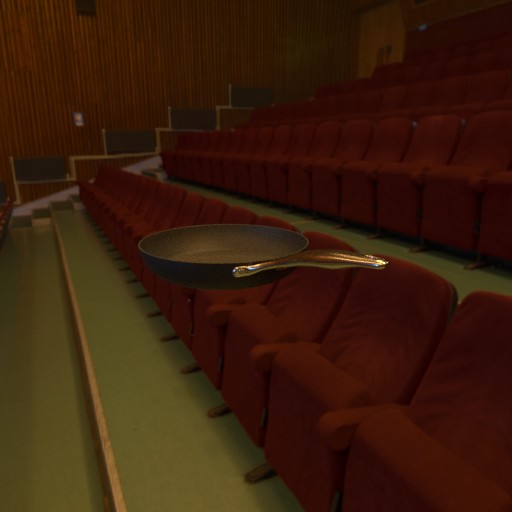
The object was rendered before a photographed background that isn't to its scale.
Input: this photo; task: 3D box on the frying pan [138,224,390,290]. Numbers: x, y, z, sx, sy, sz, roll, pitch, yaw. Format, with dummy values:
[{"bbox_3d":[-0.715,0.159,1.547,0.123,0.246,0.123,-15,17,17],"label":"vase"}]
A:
[{"bbox_3d":[0.000,0.000,0.582,0.255,0.105,0.472,-7,17,-25],"label":"frying pan"}]
